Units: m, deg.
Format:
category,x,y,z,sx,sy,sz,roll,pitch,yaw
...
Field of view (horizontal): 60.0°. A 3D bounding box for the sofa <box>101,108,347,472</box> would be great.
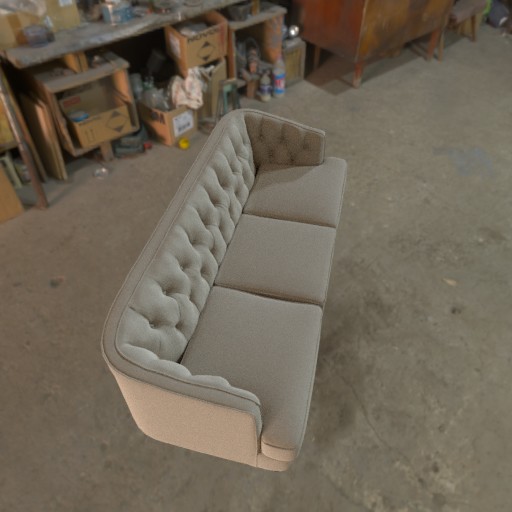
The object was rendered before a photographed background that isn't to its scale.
category,x,y,z,sx,sy,sz,roll,pitch,yaw
sofa,0.000,0.000,2.745,0.941,0.855,2.278,10,47,9
